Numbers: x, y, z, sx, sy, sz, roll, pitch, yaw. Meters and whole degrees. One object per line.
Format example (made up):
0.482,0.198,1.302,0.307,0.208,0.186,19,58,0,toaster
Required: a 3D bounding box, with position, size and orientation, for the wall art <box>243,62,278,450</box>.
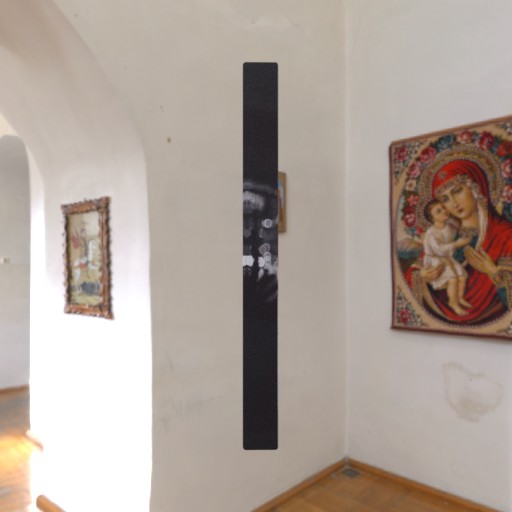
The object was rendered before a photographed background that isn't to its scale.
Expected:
0.000,0.000,0.766,0.037,0.406,0.609,0,0,-1,wall art
